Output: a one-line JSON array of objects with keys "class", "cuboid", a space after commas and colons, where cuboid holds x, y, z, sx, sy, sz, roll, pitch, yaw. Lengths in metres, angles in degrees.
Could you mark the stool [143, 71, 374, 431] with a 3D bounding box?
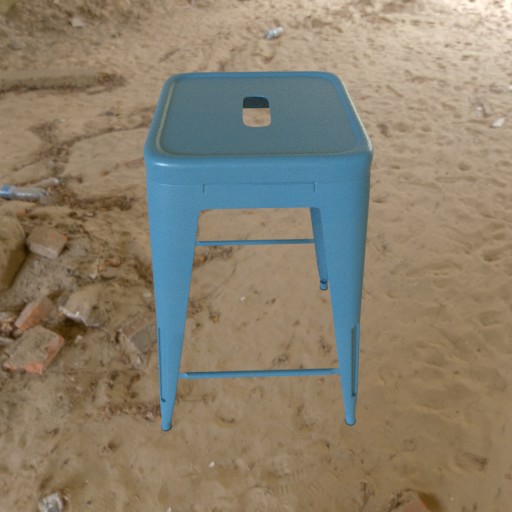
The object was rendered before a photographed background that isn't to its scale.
[{"class": "stool", "cuboid": [0.000, 0.000, 0.872, 0.410, 0.608, 0.410, -1, 43, -1]}]
